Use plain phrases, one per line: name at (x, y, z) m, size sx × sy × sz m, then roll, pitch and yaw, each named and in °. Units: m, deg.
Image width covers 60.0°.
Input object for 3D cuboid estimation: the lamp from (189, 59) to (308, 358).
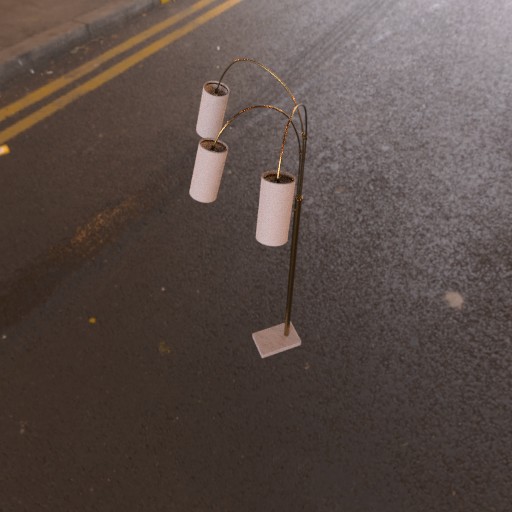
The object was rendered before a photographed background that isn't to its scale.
lamp at (0.000, 0.000, 2.585) m, size 0.667 × 2.055 × 1.020 m, roll -16°, pitch 49°, yaw -14°
